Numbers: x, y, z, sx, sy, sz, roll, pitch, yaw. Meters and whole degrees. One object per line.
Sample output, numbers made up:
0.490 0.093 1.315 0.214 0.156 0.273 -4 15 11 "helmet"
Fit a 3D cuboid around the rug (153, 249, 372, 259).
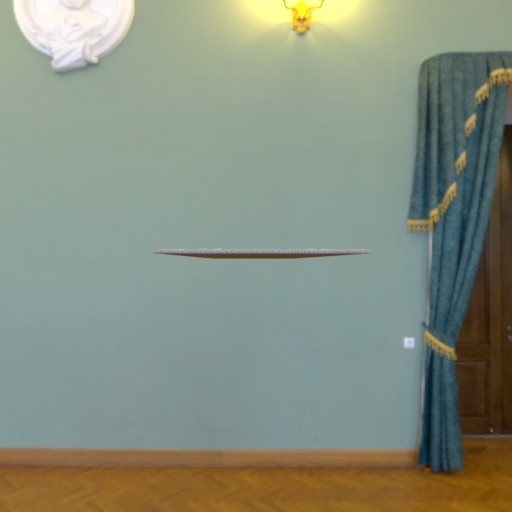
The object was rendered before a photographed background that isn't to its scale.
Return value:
0.000 0.000 2.501 0.678 0.014 2.276 0 -1 -1 "rug"
